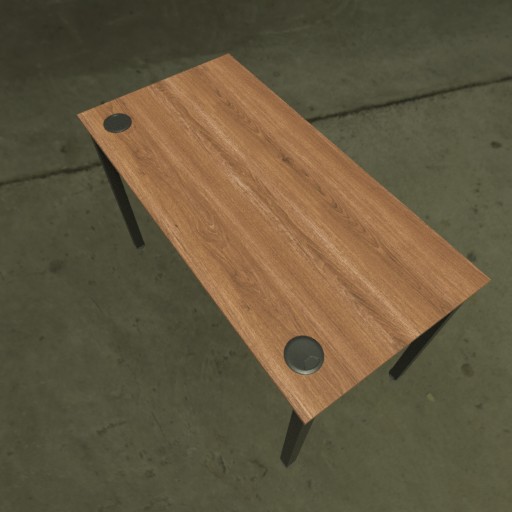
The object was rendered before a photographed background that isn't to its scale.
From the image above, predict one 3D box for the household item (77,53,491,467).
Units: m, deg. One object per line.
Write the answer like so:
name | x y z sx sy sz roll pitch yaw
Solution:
household item | 0.000 0.000 1.598 0.600 0.750 1.200 -31 62 -19
